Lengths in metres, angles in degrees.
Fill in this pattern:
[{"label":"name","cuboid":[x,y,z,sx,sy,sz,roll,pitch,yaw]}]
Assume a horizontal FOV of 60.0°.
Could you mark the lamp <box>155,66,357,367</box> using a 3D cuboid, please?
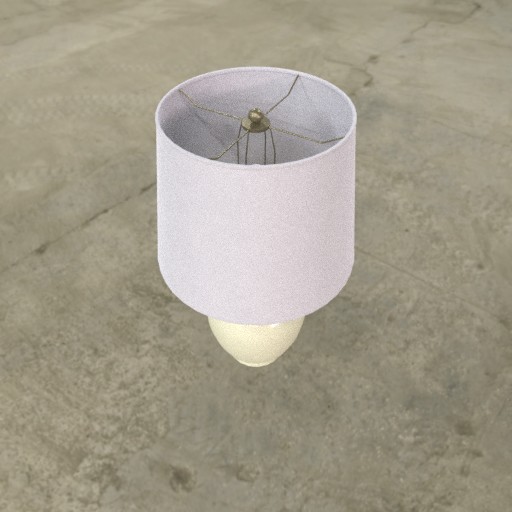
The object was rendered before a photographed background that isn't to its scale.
[{"label":"lamp","cuboid":[0.000,0.000,0.561,0.239,0.399,0.239,0,46,0]}]
